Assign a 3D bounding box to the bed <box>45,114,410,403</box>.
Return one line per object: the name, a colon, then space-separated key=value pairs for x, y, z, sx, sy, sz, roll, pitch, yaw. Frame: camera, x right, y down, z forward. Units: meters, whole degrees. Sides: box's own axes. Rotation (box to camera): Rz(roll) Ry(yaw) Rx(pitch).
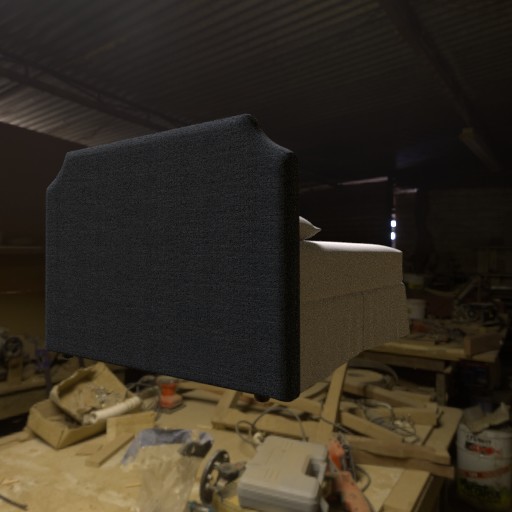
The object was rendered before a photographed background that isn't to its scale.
bed: x=0.000 y=0.000 z=3.257 sx=1.828 sy=1.297 sz=2.208 roll=0 pitch=0 yaw=34
